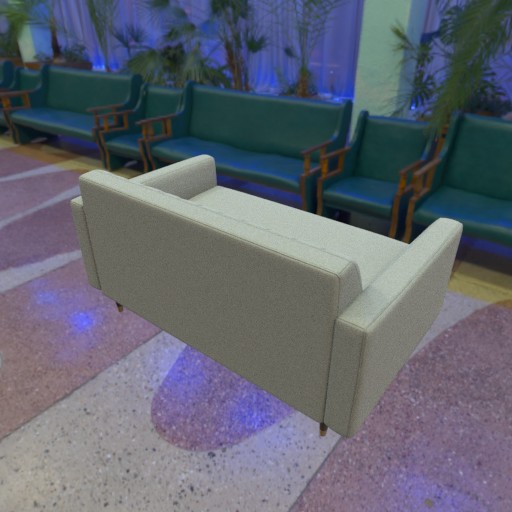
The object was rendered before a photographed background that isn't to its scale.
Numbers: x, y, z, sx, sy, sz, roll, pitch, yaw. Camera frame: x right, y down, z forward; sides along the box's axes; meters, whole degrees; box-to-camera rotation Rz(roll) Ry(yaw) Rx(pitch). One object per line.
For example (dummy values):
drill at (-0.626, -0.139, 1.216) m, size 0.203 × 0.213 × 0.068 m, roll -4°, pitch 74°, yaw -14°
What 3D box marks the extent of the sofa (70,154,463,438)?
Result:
sofa at (0.000, 0.000, 2.155) m, size 1.585 × 0.801 × 0.950 m, roll 22°, pitch 37°, yaw 32°
